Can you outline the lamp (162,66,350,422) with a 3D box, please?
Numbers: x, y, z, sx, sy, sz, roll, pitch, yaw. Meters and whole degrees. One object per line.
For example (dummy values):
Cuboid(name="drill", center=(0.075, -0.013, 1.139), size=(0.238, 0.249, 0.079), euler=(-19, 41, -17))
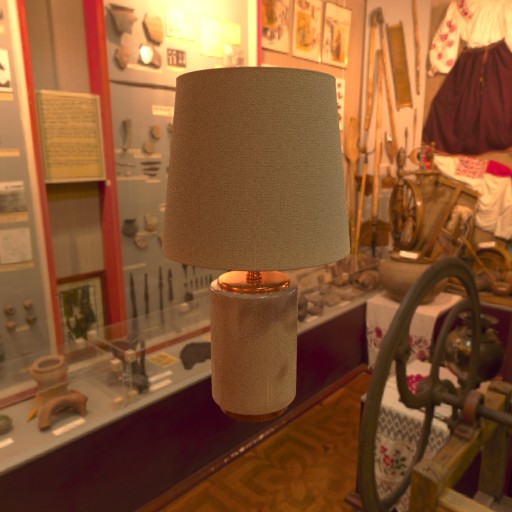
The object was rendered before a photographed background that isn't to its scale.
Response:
Cuboid(name="lamp", center=(0.000, 0.000, 0.458), size=(0.189, 0.340, 0.189), euler=(0, 13, 0))
